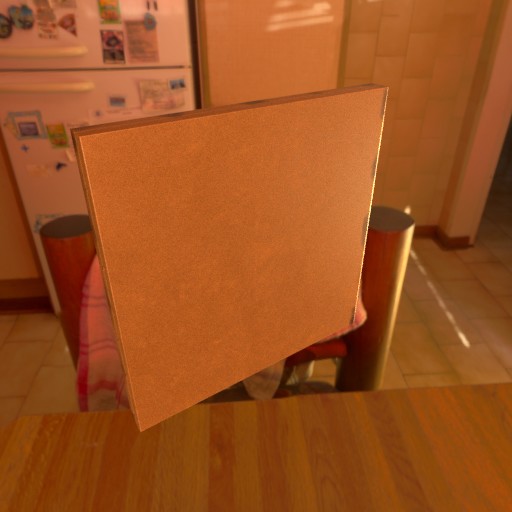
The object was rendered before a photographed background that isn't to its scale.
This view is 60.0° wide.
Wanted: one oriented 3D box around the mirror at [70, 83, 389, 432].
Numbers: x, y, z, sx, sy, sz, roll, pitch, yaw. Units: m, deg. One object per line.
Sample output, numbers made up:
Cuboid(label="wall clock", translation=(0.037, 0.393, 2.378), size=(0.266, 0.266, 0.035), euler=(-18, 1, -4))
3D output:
Cuboid(label="mirror", translation=(0.000, 0.000, 0.763), size=(0.509, 0.507, 0.042), euler=(-20, 36, -29))
